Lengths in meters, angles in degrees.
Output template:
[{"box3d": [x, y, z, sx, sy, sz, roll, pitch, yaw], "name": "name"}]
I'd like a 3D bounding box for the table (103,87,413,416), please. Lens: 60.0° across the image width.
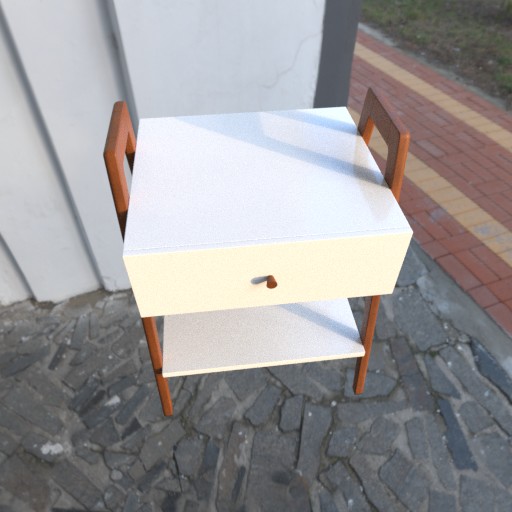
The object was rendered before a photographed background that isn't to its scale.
[{"box3d": [0.000, 0.000, 0.909, 0.457, 0.610, 0.405, -5, 46, -5], "name": "table"}]
